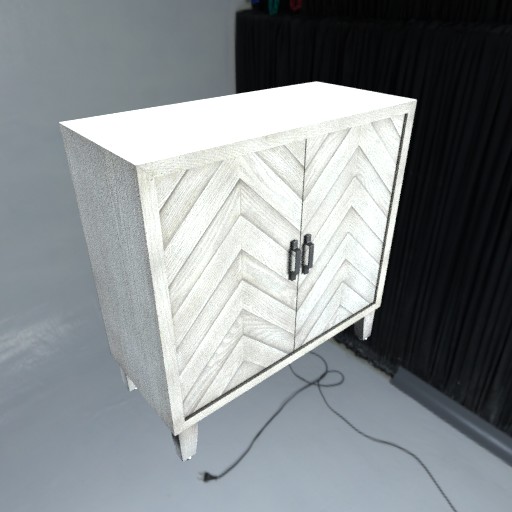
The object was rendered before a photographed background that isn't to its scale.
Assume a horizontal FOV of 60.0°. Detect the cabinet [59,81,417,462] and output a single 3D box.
[{"bbox_3d":[0.000,0.000,1.230,0.781,0.787,0.370,-23,38,-33],"label":"cabinet"}]
